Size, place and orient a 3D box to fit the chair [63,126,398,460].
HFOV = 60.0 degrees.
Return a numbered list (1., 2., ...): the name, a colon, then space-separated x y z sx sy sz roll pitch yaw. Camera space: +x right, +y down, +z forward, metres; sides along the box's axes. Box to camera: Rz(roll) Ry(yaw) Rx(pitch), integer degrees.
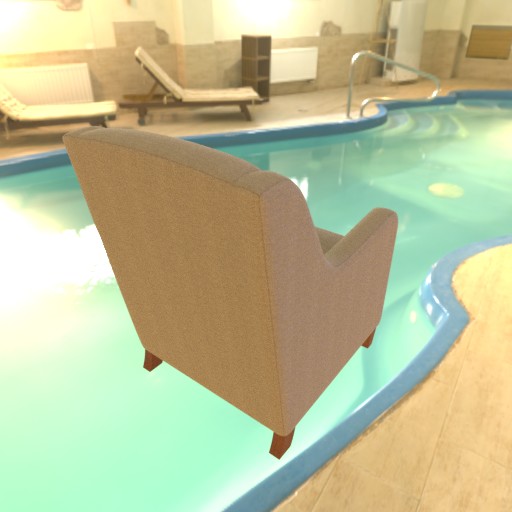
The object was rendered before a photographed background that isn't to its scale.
1. chair: 0.000 0.000 1.593 0.715 1.017 0.890 22 37 32
